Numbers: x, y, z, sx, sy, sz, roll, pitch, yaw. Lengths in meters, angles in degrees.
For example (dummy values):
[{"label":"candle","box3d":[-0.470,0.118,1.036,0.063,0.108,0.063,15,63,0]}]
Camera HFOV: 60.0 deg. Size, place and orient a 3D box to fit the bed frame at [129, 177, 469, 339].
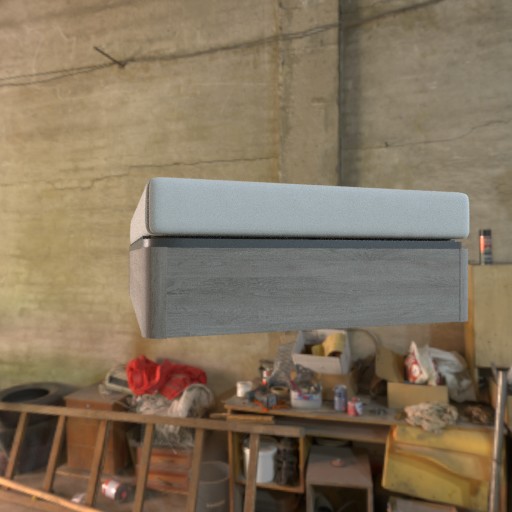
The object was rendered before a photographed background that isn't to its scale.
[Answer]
[{"label":"bed frame","box3d":[0.000,0.000,2.618,1.400,0.561,1.900,0,0,-17]}]
